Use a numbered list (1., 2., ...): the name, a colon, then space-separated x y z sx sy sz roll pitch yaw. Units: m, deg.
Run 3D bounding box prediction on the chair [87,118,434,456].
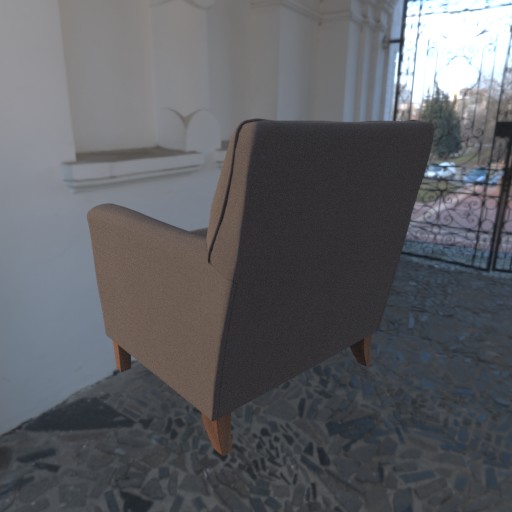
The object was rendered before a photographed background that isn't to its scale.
1. chair: 0.000 0.000 1.547 0.836 0.911 0.831 -15 22 -41
